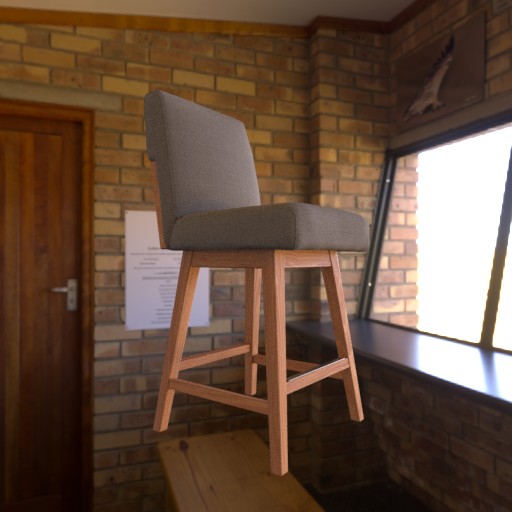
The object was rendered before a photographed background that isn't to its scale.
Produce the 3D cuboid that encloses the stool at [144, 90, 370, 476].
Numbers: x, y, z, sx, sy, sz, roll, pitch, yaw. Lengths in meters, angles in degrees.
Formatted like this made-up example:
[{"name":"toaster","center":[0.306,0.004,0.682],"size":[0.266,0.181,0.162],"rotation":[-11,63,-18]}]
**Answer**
[{"name":"stool","center":[0.000,0.000,1.353],"size":[0.570,1.019,0.459],"rotation":[0,0,37]}]
